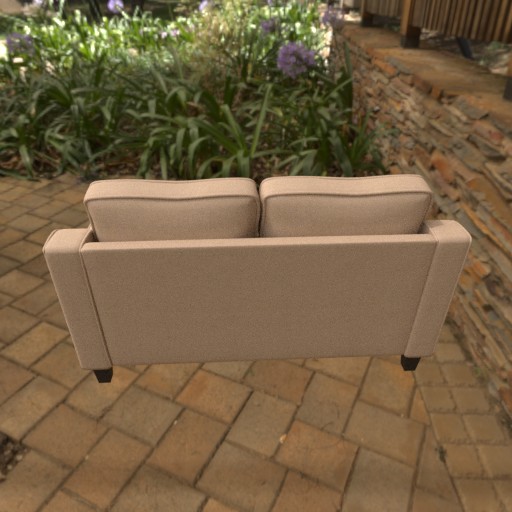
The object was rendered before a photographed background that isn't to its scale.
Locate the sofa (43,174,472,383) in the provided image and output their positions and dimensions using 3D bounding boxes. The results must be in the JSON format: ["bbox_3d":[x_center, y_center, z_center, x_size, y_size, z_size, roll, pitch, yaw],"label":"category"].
[{"bbox_3d":[0.000,0.000,3.454,2.587,1.562,1.351,-2,31,-3],"label":"sofa"}]
